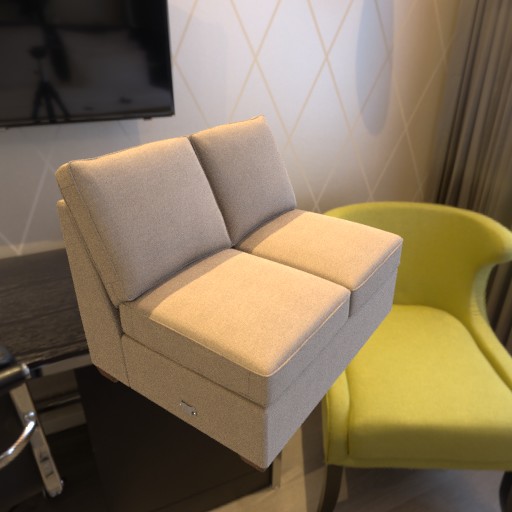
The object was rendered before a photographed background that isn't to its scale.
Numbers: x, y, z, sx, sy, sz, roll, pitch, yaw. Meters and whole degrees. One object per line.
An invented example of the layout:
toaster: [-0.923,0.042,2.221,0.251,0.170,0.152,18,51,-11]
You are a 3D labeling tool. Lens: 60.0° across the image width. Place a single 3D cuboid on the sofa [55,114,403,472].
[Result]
sofa: [0.000,0.000,1.994,0.978,1.006,1.232,18,32,31]
